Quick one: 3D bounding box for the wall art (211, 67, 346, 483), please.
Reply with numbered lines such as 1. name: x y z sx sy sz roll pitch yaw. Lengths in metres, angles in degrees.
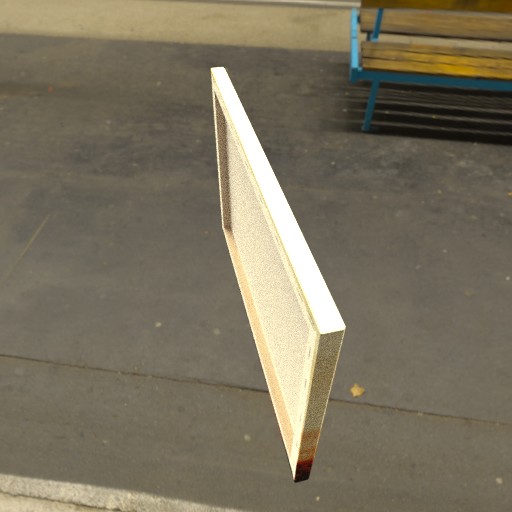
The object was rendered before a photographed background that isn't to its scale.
1. wall art: 0.000 0.000 1.140 0.038 0.602 0.918 -10 46 -10
